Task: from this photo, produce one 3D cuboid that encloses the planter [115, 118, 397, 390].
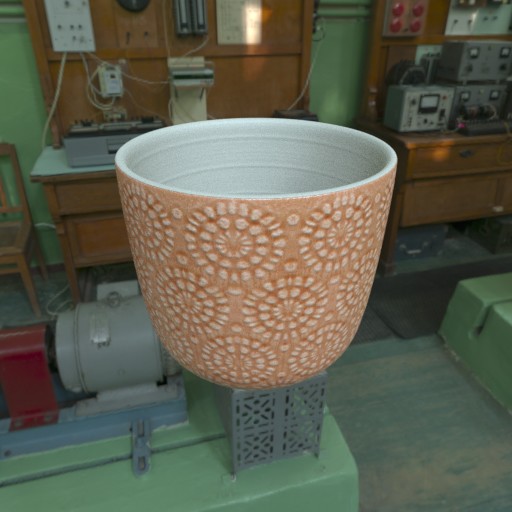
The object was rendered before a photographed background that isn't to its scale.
[{"bbox_3d":[0.000,0.000,0.383,0.208,0.190,0.208,0,29,0],"label":"planter"}]
